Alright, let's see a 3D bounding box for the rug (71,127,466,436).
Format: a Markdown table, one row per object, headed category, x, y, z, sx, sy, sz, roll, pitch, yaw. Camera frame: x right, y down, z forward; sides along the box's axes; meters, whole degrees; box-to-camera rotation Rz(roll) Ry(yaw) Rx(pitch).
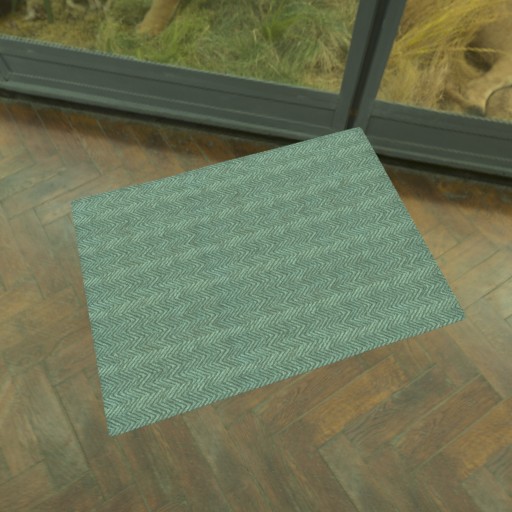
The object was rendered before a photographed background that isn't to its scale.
| category | x | y | z | sx | sy | sz | roll | pitch | yaw |
| --- | --- | --- | --- | --- | --- | --- | --- | --- | --- |
| rug | 0.000 | 0.000 | 5.222 | 3.957 | 0.011 | 2.894 | -16 | 65 | -8 |
